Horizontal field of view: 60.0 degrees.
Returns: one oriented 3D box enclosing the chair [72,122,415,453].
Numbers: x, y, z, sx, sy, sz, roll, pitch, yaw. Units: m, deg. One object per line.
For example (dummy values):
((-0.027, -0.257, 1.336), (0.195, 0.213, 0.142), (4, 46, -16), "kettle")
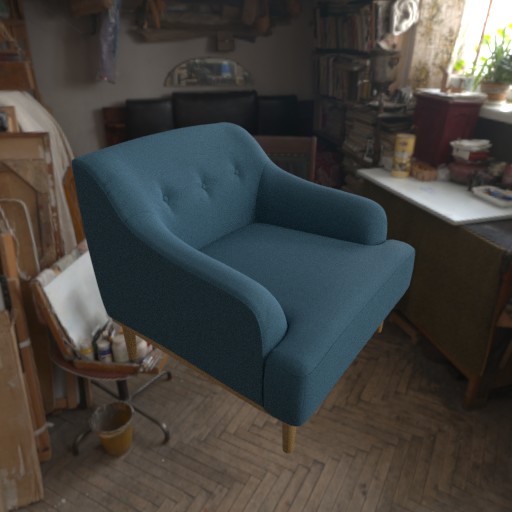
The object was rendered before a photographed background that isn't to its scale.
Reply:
((0.000, 0.000, 1.671), (0.951, 0.818, 0.946), (18, 32, 31), "chair")
